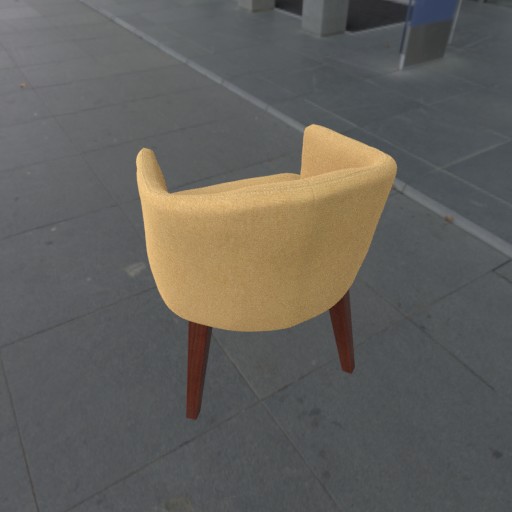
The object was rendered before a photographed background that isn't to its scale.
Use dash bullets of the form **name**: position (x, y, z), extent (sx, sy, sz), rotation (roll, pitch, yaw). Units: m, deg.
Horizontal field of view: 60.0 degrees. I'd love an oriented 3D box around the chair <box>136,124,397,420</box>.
- **chair**: position (0.000, 0.000, 1.254), extent (0.583, 0.811, 0.655), rotation (-12, 41, -13)
